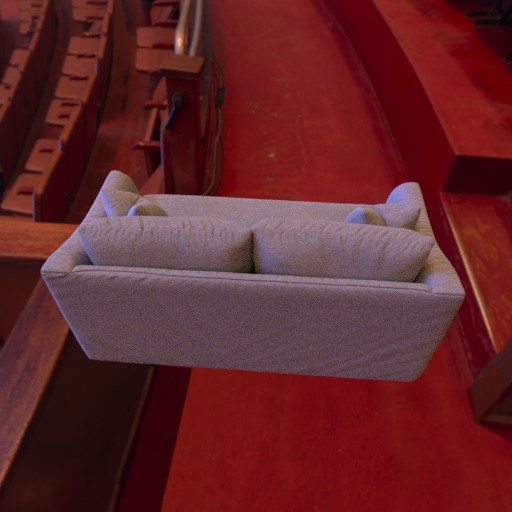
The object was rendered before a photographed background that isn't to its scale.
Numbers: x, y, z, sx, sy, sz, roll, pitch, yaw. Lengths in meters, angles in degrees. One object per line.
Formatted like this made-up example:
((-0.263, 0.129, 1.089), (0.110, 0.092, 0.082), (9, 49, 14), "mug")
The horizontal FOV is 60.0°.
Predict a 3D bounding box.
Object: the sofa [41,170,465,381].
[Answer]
((0.000, 0.000, 2.661), (2.010, 1.018, 1.072), (3, 47, 3), "sofa")
